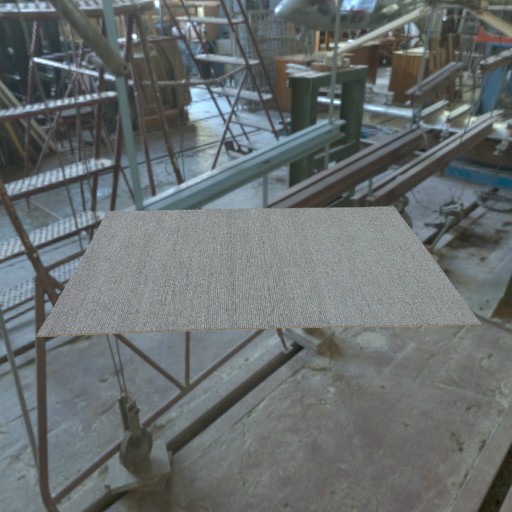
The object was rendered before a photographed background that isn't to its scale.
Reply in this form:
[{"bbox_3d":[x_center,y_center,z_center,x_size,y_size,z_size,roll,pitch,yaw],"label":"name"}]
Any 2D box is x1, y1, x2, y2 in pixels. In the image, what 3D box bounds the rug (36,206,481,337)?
[{"bbox_3d":[0.000,0.000,2.258,1.792,0.021,1.154,-1,31,-2],"label":"rug"}]
